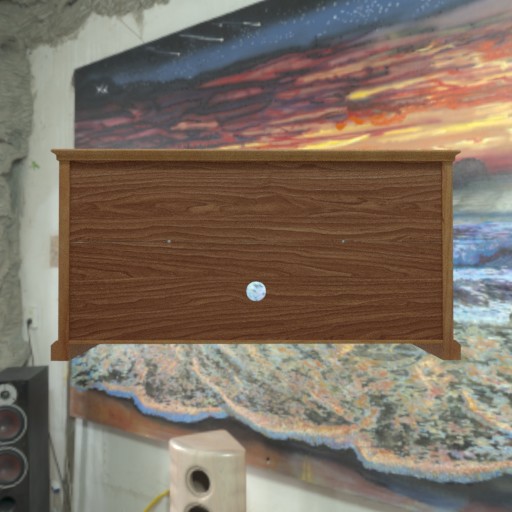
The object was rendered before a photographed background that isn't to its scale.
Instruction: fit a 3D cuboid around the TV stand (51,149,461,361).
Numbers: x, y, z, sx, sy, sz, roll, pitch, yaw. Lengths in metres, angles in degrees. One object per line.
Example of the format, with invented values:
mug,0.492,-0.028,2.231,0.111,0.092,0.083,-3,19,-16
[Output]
TV stand,0.000,0.000,1.473,1.181,0.607,0.417,0,-1,-1
